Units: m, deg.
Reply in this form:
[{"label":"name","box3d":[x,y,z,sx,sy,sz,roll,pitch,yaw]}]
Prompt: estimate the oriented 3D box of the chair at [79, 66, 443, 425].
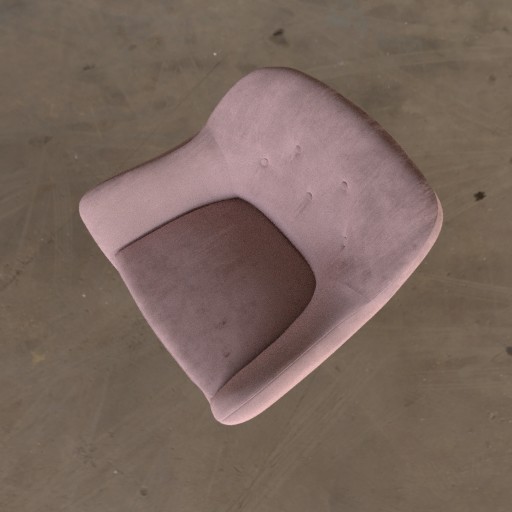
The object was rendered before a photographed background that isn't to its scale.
[{"label":"chair","box3d":[0.000,0.000,1.489,0.820,0.820,0.840,-34,68,-16]}]
